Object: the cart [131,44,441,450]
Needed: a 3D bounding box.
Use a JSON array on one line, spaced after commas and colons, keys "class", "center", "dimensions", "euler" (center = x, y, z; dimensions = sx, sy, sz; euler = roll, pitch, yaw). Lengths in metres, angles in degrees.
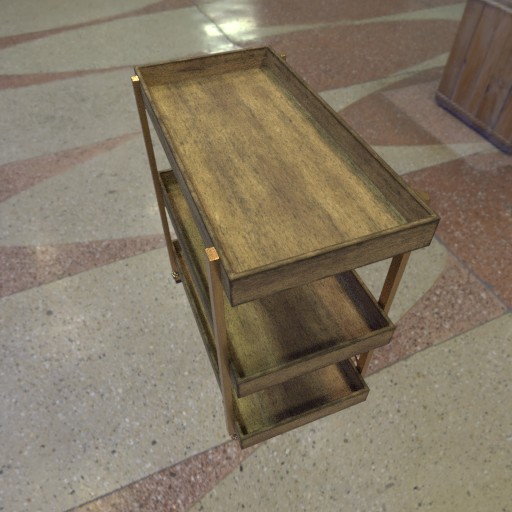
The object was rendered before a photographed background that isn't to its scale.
[{"class": "cart", "center": [0.000, 0.000, 1.219], "dimensions": [0.416, 0.799, 0.750], "euler": [-16, 49, -14]}]
